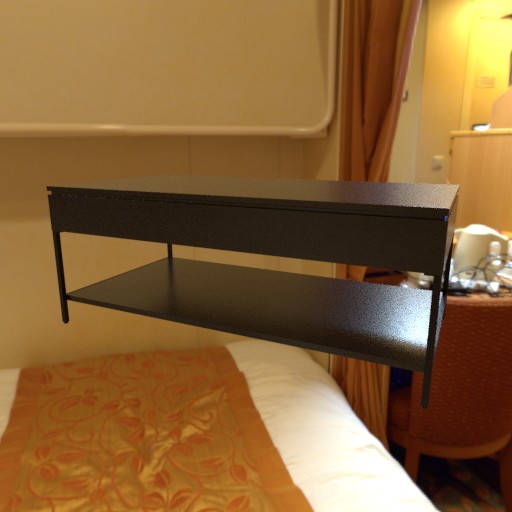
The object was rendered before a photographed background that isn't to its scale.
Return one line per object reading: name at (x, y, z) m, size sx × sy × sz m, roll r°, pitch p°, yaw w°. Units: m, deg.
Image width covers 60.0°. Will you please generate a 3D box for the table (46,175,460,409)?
table at (0.000, 0.000, 1.377) m, size 1.095 × 0.435 × 0.574 m, roll 7°, pitch 16°, yaw 25°
